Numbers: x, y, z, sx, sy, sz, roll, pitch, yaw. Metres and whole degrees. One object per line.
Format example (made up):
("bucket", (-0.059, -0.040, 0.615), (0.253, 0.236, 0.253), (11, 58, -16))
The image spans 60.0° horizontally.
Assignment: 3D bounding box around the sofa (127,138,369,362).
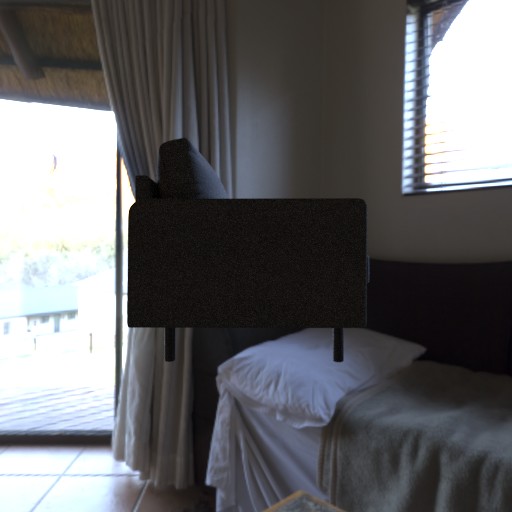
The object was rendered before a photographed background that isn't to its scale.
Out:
("sofa", (0.000, 0.000, 2.584), (0.880, 0.880, 2.100), (0, 0, 1))
